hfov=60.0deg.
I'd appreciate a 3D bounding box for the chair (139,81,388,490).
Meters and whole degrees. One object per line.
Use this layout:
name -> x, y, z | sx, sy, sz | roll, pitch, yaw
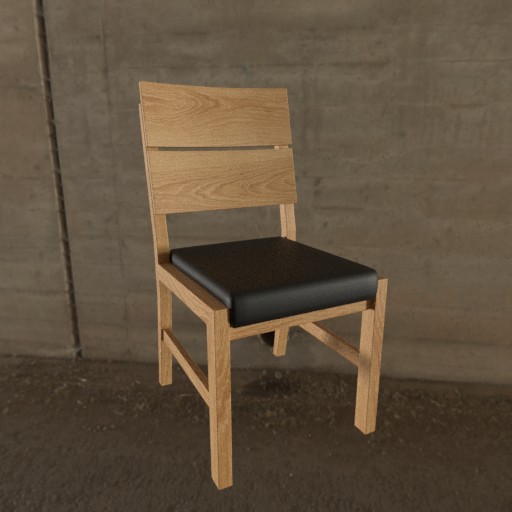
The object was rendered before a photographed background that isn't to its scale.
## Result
chair -> 0.000, 0.000, 1.255 | 0.475, 0.950, 0.569 | -8, 17, -26
